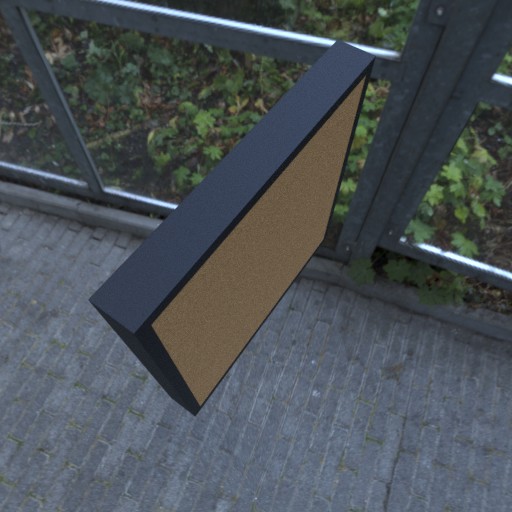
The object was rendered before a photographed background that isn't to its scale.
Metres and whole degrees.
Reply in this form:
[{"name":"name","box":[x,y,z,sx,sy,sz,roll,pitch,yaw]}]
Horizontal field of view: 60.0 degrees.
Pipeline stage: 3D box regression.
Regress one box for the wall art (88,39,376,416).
[{"name":"wall art","box":[0.000,0.000,0.460,0.038,0.304,0.305,32,66,16]}]
